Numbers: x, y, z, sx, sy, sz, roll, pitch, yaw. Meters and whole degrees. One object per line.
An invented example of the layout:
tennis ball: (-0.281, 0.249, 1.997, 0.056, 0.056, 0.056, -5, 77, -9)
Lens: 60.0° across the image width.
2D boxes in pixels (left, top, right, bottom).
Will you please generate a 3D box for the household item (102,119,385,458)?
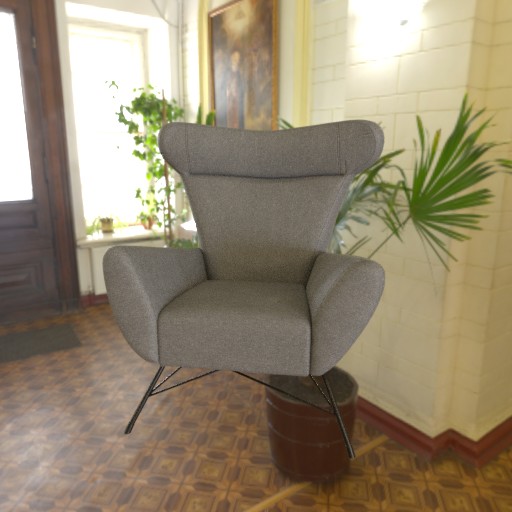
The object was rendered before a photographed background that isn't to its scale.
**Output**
household item: (0.000, 0.000, 1.741, 0.980, 1.050, 0.900, 2, 13, 9)
